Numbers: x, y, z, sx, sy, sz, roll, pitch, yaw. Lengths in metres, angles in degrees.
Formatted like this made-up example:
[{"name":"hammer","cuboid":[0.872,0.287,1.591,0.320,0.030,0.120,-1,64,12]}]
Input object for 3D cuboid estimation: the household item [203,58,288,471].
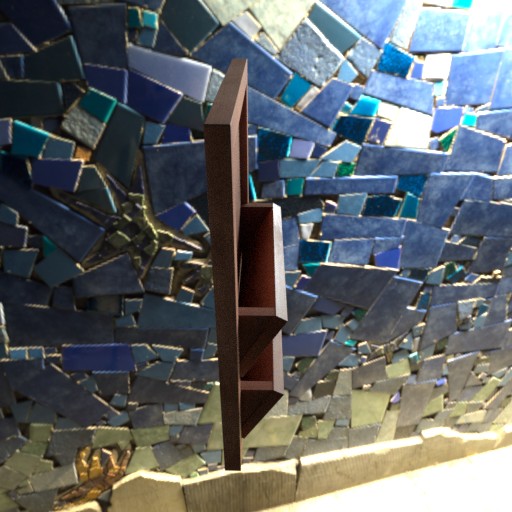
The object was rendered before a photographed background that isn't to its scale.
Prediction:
[{"name":"household item","cuboid":[0.000,0.000,0.547,0.067,0.407,0.310,1,32,1]}]
